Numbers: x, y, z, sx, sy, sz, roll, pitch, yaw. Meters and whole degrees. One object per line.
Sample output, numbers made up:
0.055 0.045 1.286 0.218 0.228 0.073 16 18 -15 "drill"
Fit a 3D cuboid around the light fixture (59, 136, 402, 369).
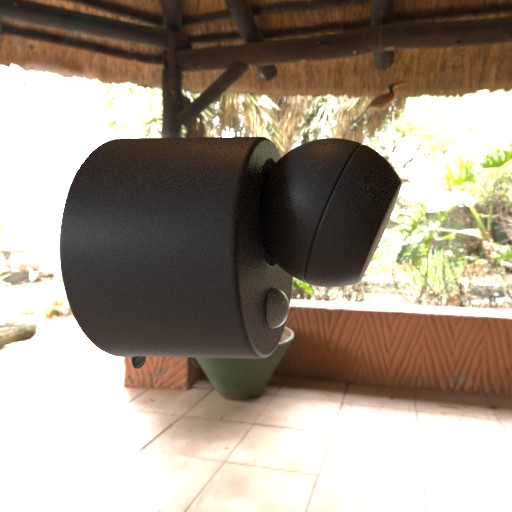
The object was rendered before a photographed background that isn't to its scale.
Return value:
0.000 0.000 0.256 0.160 0.143 0.134 0 1 17 "light fixture"
